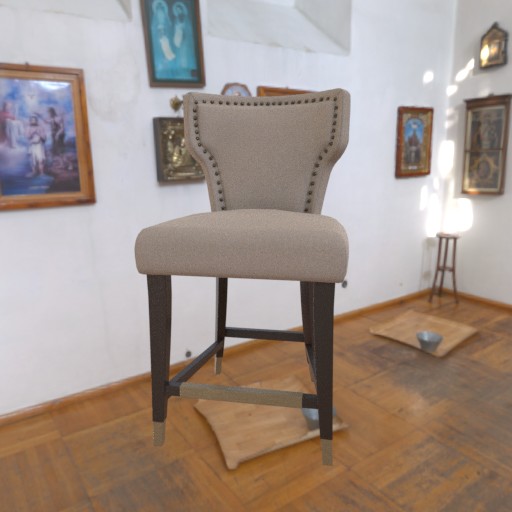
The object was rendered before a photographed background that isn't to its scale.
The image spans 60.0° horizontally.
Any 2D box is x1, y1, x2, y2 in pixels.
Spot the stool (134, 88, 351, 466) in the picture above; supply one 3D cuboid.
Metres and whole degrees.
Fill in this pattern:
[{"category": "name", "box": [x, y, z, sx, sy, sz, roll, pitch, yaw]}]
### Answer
[{"category": "stool", "box": [0.000, 0.000, 1.318, 0.527, 0.982, 0.563, 2, 12, 10]}]
